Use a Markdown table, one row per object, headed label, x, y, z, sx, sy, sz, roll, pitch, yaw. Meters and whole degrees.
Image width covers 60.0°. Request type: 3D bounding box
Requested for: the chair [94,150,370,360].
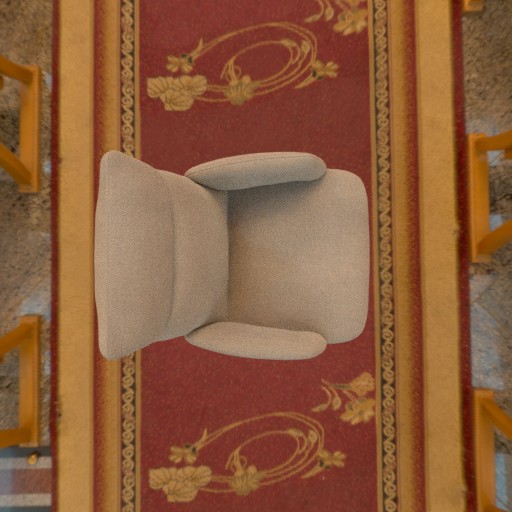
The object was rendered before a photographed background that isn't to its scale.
| label | x | y | z | sx | sy | sz | roll | pitch | yaw |
| --- | --- | --- | --- | --- | --- | --- | --- | --- | --- |
| chair | 0.000 | 0.000 | 1.623 | 0.889 | 1.016 | 0.711 | 0 | 90 | 0 |
